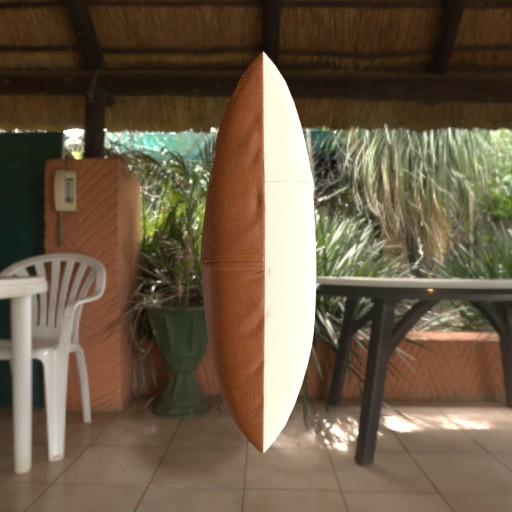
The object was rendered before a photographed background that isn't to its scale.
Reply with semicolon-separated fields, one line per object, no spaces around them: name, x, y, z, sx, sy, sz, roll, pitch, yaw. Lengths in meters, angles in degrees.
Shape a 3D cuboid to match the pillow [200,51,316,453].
pillow;0.000;0.000;0.767;0.192;0.477;0.501;0;-1;0
